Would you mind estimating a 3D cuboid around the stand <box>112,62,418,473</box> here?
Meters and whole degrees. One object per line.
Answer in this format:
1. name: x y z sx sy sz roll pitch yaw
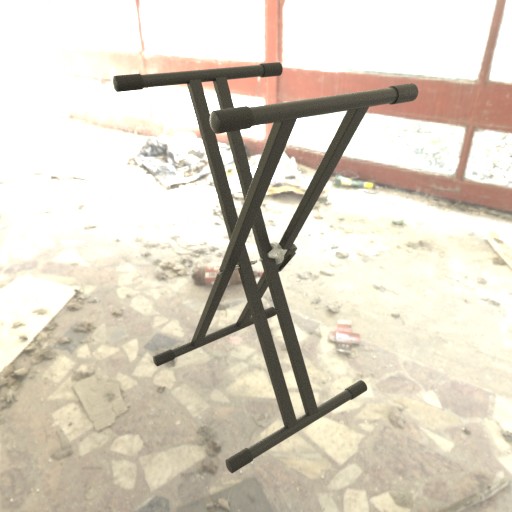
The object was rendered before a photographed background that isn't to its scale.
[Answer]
1. stand: 0.000 0.000 1.204 0.495 0.900 0.503 -19 35 -30
